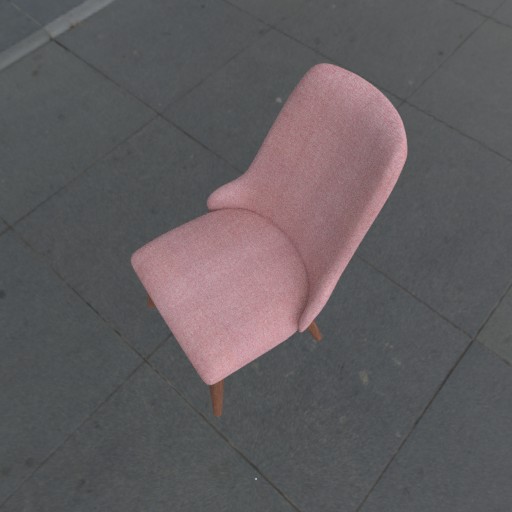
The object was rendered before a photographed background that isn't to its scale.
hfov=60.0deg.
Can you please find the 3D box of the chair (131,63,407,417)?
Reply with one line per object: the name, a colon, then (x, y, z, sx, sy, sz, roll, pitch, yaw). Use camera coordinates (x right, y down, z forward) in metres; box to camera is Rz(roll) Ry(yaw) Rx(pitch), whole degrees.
chair: (0.000, 0.000, 1.348, 0.707, 0.918, 0.535, -31, 67, -14)
